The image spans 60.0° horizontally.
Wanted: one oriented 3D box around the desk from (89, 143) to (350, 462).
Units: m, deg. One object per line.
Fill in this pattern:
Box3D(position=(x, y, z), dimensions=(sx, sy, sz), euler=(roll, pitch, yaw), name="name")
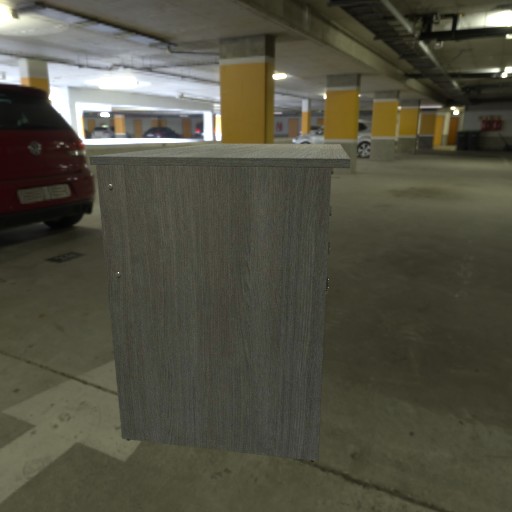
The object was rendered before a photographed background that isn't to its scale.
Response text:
Box3D(position=(0.000, 0.000, 1.543), dimensions=(0.560, 0.730, 1.096), euler=(3, 16, 9), name="desk")
